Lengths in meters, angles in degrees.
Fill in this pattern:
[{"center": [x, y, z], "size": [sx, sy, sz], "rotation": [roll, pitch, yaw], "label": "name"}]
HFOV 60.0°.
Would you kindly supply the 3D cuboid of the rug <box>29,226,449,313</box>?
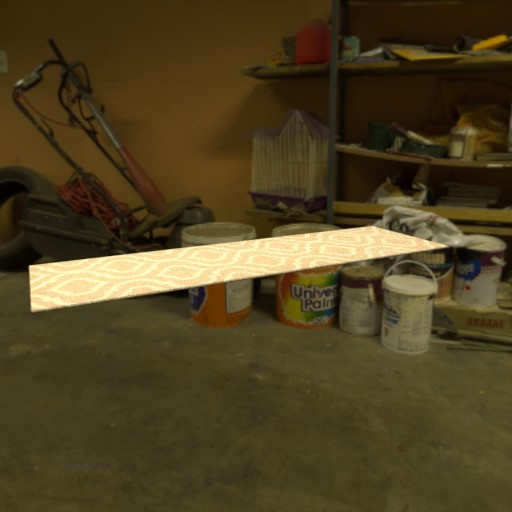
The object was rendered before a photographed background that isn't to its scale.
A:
[{"center": [0.000, 0.000, 2.498], "size": [2.289, 0.013, 0.691], "rotation": [-8, 17, -26], "label": "rug"}]
